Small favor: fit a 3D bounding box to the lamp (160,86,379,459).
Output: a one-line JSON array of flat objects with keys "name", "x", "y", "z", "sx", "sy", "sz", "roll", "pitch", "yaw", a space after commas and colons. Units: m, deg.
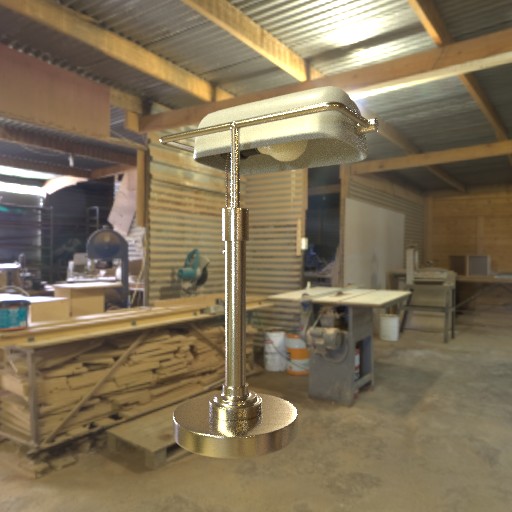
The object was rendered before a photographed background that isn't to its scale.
[{"name": "lamp", "x": 0.000, "y": 0.000, "z": 0.547, "sx": 0.269, "sy": 0.404, "sz": 0.227, "roll": 0, "pitch": 1, "yaw": 35}]
